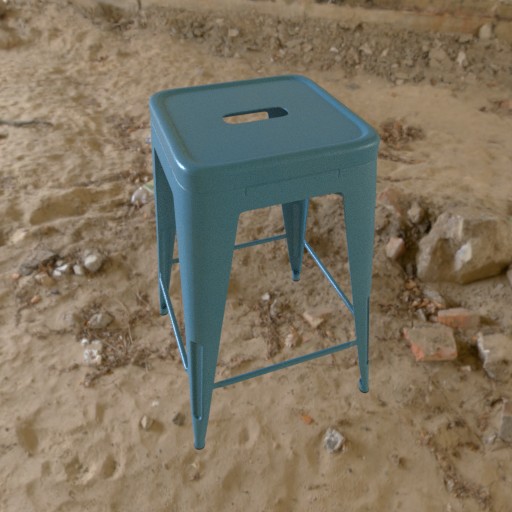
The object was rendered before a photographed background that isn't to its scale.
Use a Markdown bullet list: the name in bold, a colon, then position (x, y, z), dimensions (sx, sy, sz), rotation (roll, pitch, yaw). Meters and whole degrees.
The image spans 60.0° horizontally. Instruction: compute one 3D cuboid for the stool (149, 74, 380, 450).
- **stool**: position (0.000, 0.000, 0.907), dimensions (0.410, 0.608, 0.410), rotation (-13, 43, -15)
